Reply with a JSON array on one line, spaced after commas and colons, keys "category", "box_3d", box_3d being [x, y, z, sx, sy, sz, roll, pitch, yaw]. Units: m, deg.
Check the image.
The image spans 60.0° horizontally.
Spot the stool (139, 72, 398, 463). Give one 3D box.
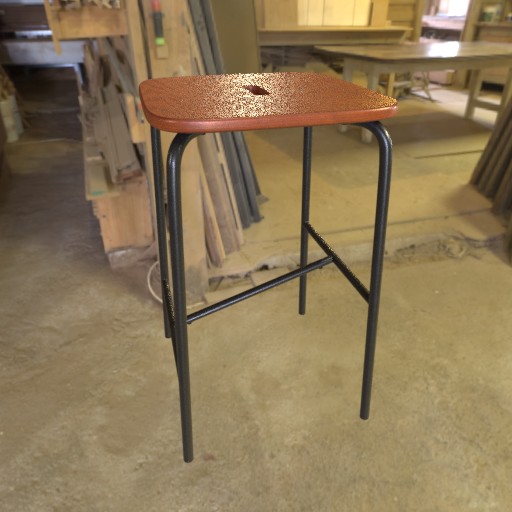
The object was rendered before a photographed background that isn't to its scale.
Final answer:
[{"category": "stool", "box_3d": [0.000, 0.000, 0.857, 0.376, 0.610, 0.376, -8, 31, -13]}]
